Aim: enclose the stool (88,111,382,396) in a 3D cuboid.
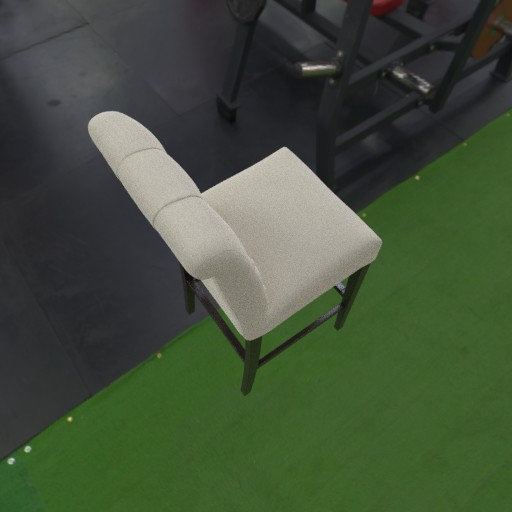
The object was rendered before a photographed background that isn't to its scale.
[{"bbox_3d":[0.000,0.000,1.428,0.610,1.118,0.482,-31,64,-17],"label":"stool"}]
